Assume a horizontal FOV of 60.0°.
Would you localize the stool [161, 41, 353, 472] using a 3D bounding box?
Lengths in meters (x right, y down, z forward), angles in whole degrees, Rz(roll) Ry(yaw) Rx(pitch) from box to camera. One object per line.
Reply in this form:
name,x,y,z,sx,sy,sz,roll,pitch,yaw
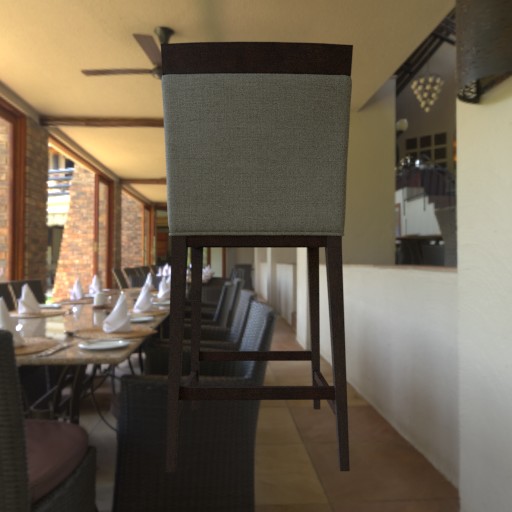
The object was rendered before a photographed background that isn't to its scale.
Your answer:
stool,0.000,0.000,1.392,0.511,1.117,0.531,0,-1,-1
